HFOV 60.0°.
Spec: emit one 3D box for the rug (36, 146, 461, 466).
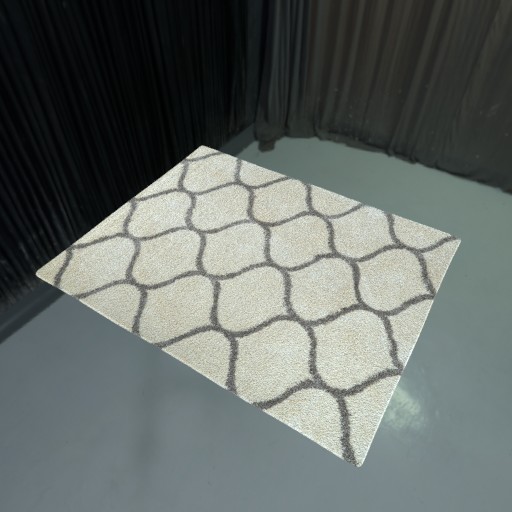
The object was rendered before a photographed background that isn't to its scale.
[{"bbox_3d":[0.000,0.000,3.959,3.000,0.026,2.399,24,51,22],"label":"rug"}]
